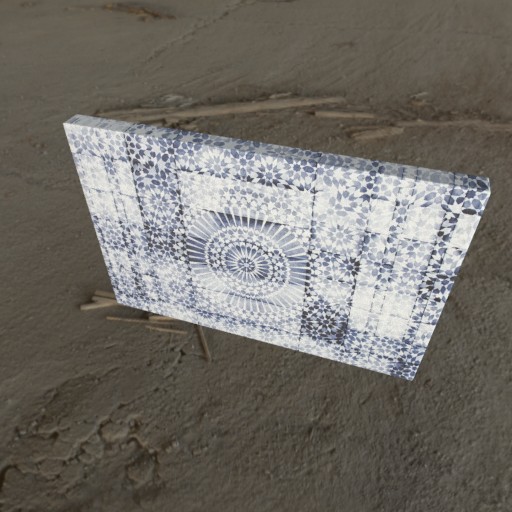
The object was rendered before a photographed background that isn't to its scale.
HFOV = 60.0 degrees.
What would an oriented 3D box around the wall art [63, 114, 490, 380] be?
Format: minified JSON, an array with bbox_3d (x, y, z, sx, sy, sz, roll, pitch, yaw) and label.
[{"bbox_3d":[0.000,0.000,1.126,0.911,0.608,0.057,12,43,13],"label":"wall art"}]
